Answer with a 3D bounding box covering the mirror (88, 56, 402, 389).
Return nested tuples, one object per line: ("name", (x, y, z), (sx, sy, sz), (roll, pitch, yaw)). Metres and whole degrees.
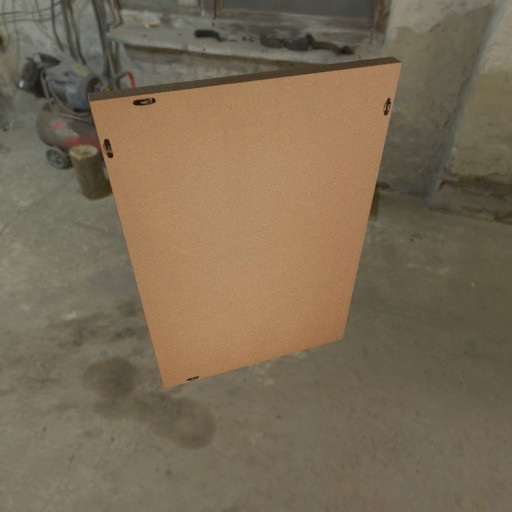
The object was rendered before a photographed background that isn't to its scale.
("mirror", (0.000, 0.000, 1.144), (0.609, 0.915, 0.041), (-12, 44, -13))
